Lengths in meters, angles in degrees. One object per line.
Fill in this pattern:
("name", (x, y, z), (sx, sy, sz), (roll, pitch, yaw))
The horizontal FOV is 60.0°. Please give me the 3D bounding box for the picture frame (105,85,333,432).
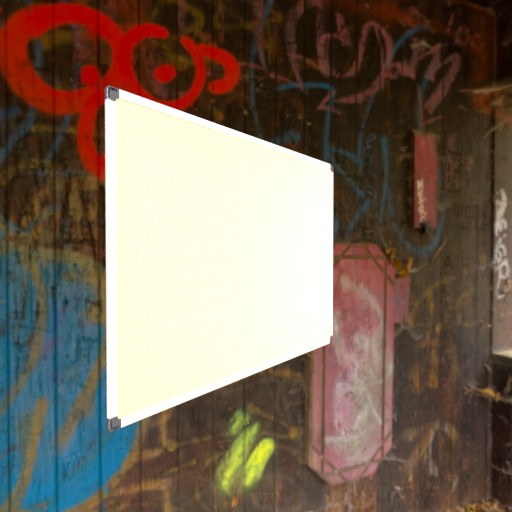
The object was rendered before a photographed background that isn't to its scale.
("picture frame", (0.000, 0.000, 1.132), (0.010, 0.600, 0.900), (1, 1, 35))
